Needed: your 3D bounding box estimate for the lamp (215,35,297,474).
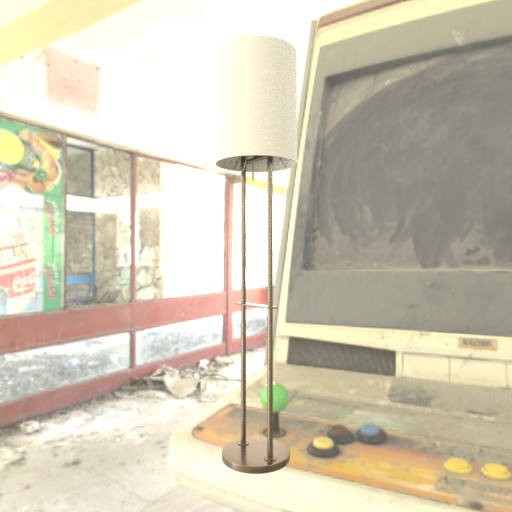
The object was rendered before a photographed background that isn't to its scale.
[{"bbox_3d":[0.000,0.000,1.652,0.305,1.500,0.306,0,0,-37],"label":"lamp"}]
